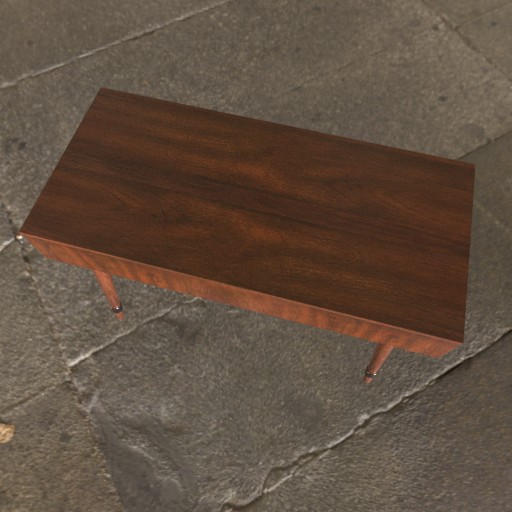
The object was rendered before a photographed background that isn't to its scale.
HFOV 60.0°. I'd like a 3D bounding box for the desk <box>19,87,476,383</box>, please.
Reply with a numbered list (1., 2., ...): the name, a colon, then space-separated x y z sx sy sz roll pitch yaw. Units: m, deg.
1. desk: 0.000 0.000 2.127 1.577 1.031 0.734 14 65 6
